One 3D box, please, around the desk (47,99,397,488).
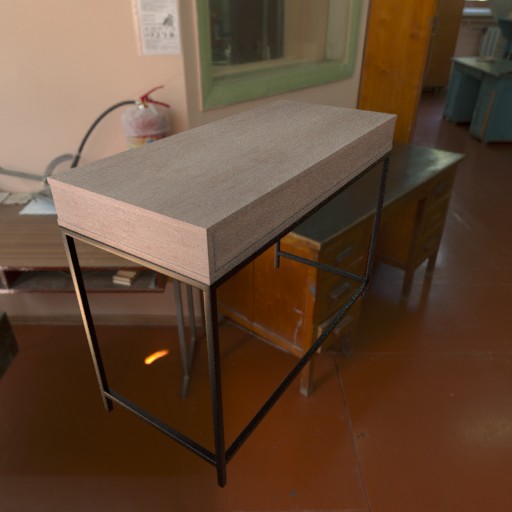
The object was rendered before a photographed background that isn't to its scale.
[{"bbox_3d":[0.000,0.000,1.438,0.470,0.762,1.016,19,35,29],"label":"desk"}]
